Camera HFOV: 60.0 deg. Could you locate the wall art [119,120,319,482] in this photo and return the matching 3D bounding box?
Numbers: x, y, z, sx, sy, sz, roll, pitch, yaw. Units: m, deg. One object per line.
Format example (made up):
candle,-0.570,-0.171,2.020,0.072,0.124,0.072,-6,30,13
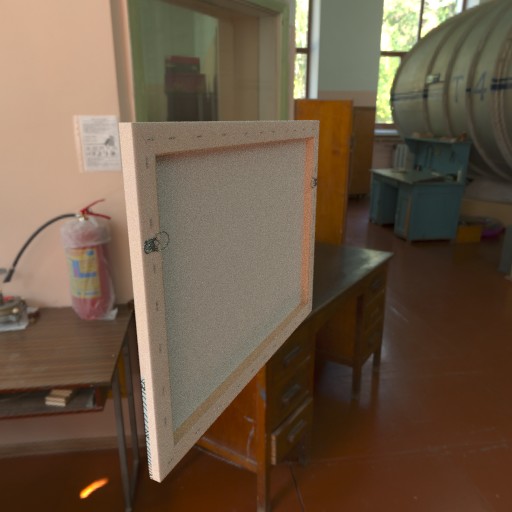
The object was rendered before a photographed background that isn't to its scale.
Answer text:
wall art,0.000,0.000,1.567,0.042,0.912,1.219,8,19,25
